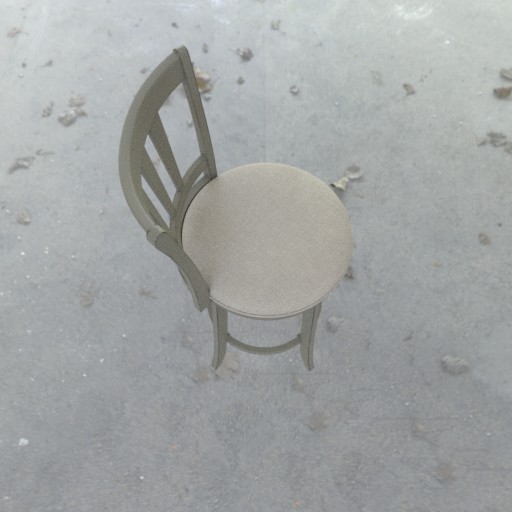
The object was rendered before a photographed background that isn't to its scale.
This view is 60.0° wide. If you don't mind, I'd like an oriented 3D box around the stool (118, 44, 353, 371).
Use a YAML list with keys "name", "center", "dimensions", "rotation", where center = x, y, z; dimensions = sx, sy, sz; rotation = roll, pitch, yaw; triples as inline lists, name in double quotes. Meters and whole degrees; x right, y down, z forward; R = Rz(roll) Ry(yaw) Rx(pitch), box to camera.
- name: "stool"
  center: [0.000, 0.000, 1.223]
  dimensions: [0.486, 0.994, 0.450]
  rotation: [1, 63, 0]
